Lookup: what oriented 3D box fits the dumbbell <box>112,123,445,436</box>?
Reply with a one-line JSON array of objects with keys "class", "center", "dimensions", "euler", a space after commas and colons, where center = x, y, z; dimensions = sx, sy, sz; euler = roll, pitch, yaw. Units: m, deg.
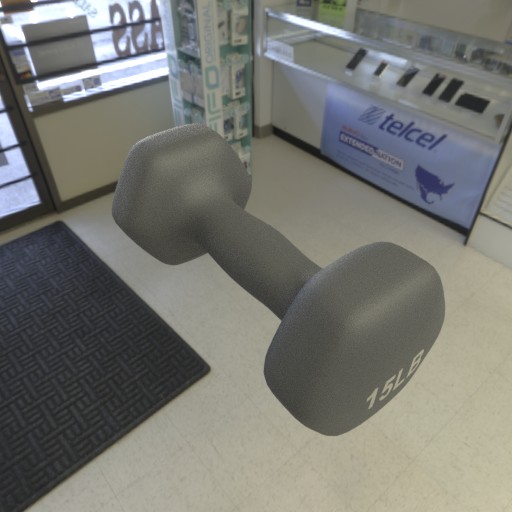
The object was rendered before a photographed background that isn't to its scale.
[{"class": "dumbbell", "center": [0.000, 0.000, 0.299], "dimensions": [0.116, 0.105, 0.240], "euler": [-27, 48, -27]}]
